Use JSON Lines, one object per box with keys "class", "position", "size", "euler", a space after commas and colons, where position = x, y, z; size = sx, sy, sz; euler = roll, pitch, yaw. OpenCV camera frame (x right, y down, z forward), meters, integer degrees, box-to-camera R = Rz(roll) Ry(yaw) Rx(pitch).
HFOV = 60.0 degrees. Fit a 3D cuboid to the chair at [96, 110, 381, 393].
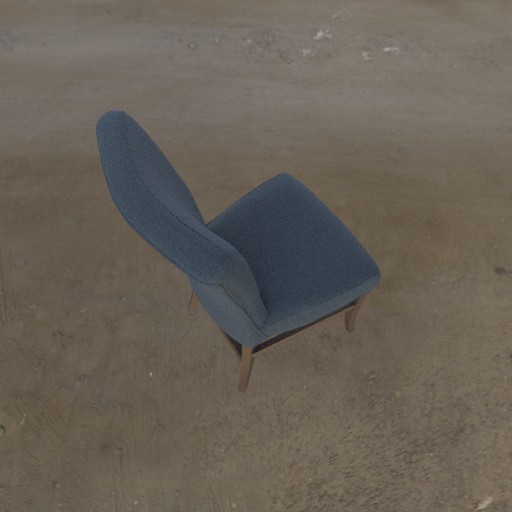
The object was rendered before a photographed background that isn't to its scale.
{"class": "chair", "position": [0.000, 0.000, 1.369], "size": [0.660, 0.991, 0.520], "euler": [-29, 62, -17]}
